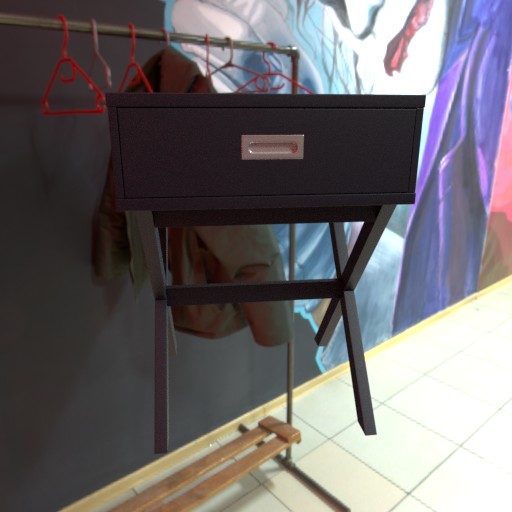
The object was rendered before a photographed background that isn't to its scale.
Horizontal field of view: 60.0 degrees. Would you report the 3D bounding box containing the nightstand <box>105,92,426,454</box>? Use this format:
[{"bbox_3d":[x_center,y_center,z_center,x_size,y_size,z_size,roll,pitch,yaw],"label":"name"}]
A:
[{"bbox_3d":[0.000,0.000,0.934,0.479,0.623,0.402,-2,17,-7],"label":"nightstand"}]
